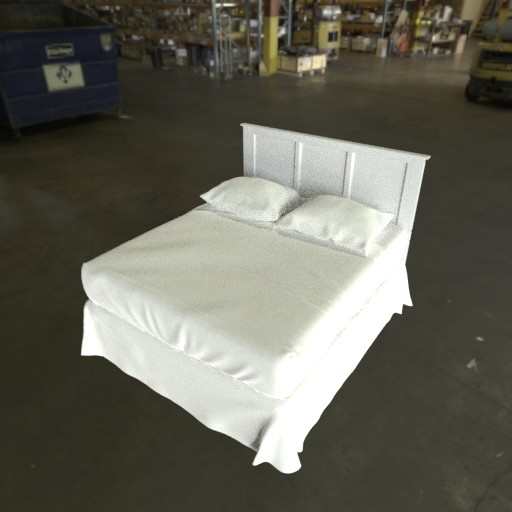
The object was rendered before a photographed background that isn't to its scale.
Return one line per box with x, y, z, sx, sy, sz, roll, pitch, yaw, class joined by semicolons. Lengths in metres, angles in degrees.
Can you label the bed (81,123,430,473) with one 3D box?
0.000;0.000;3.186;1.876;1.269;2.047;20;36;30;bed
